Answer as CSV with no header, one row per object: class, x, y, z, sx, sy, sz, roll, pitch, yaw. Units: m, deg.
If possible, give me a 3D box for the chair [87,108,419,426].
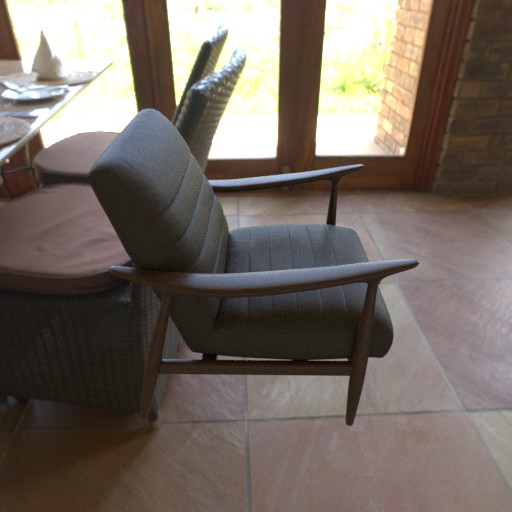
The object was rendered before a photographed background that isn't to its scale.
chair,0.000,0.000,1.458,0.798,0.831,0.741,0,32,0
